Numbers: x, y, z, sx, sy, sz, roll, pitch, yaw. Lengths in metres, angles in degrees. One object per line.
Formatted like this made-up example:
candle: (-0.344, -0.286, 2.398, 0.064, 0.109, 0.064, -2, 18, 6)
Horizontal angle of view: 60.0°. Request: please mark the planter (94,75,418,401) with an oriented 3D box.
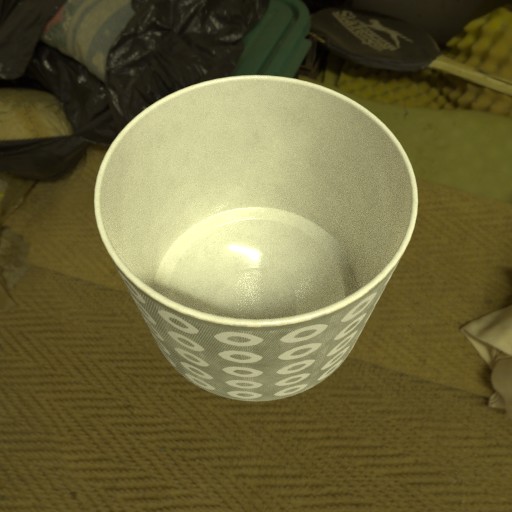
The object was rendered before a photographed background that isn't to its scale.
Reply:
planter: (0.000, 0.000, 0.341, 0.190, 0.181, 0.190, 0, 58, 0)
